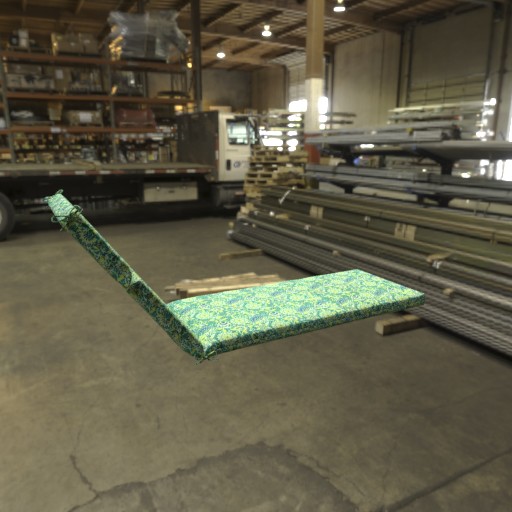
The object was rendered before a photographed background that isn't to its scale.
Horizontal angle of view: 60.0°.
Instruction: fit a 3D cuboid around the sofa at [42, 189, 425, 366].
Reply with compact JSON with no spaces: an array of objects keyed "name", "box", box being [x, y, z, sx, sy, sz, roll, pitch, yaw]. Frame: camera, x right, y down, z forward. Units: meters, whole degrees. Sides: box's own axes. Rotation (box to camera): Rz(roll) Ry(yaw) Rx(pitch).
[{"name":"sofa","box":[0.000,0.000,1.991,1.663,0.622,0.582,-8,16,-27]}]
